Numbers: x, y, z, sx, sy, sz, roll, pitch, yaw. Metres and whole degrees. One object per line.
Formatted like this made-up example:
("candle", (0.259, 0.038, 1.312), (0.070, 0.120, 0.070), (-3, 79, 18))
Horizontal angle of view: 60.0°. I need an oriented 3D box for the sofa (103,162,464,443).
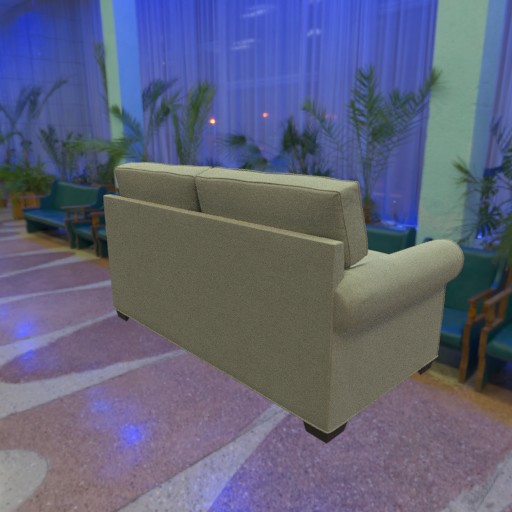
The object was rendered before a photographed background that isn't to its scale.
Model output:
("sofa", (0.000, 0.000, 2.292), (0.861, 0.933, 1.774), (-14, 20, -41))
